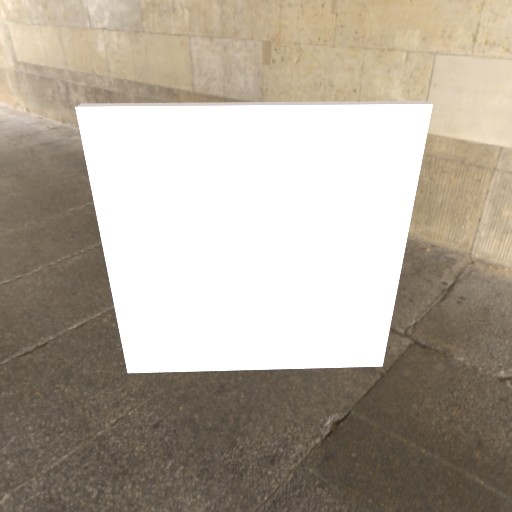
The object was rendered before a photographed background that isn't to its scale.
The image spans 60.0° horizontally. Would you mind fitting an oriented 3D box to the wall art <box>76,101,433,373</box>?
[{"bbox_3d":[0.000,0.000,0.845,0.559,0.559,0.028,-1,30,-2],"label":"wall art"}]
